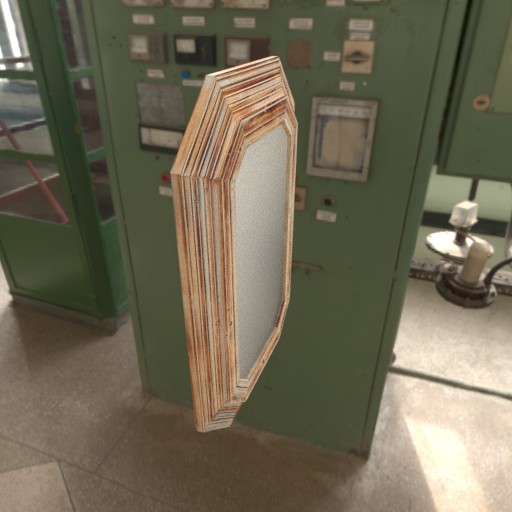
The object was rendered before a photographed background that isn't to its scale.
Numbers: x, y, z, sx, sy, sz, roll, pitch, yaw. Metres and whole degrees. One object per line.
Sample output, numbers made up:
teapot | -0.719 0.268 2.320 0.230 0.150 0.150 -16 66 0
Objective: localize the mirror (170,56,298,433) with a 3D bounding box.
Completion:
mirror | 0.000 0.000 1.272 0.061 1.015 0.709 11 32 19
